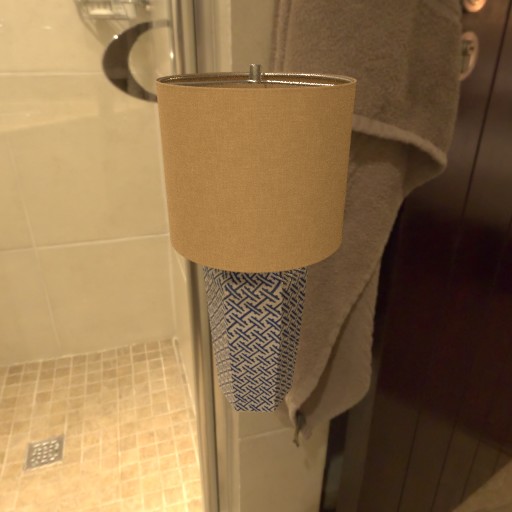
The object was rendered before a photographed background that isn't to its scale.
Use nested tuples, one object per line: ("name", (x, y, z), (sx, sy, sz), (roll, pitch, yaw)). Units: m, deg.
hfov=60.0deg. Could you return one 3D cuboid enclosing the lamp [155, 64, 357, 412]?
("lamp", (0.000, 0.000, 0.860), (0.320, 0.682, 0.320), (18, 31, 32))
